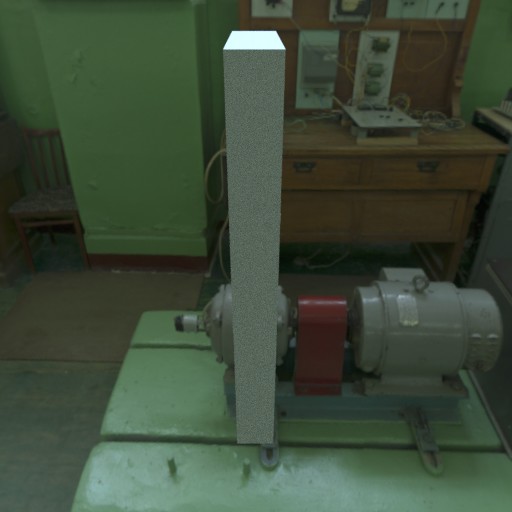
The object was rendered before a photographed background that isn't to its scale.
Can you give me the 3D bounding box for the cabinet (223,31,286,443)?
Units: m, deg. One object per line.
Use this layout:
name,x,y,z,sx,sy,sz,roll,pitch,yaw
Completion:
cabinet,0.000,0.000,2.002,0.192,1.770,0.643,0,31,0
